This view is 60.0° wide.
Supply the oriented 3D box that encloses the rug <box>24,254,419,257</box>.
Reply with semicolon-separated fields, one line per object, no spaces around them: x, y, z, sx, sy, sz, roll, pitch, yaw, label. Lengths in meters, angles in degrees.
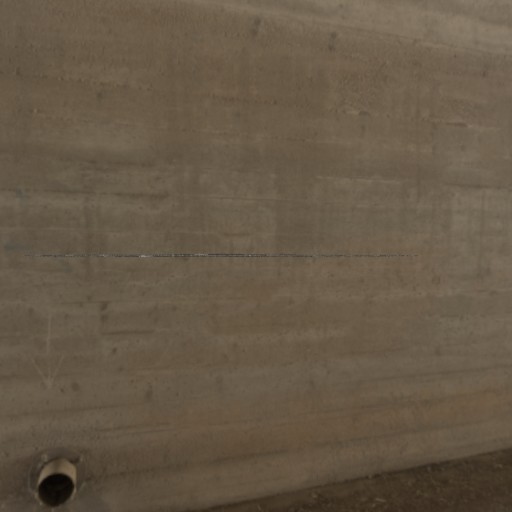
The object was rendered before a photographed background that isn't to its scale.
0.000;0.000;3.060;1.520;0.015;2.434;0;0;36;rug
